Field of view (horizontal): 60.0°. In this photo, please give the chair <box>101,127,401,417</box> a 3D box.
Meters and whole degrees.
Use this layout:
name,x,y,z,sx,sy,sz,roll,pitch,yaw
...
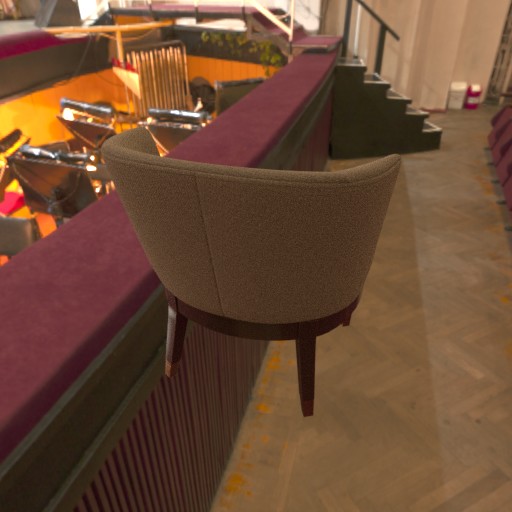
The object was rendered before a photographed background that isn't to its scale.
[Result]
name,x,y,z,sx,sy,sz,roll,pitch,yaw
chair,0.000,0.000,1.275,0.700,0.760,0.660,11,33,17
